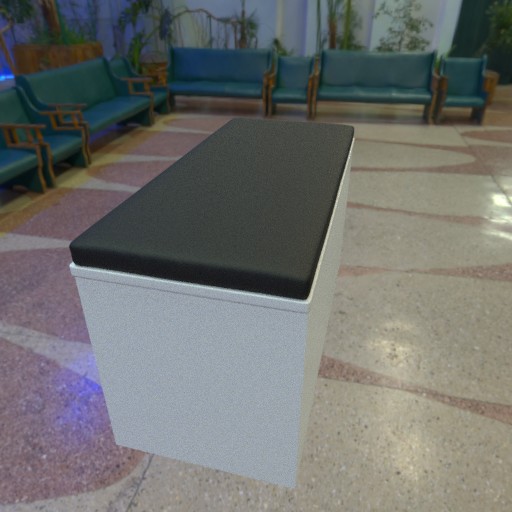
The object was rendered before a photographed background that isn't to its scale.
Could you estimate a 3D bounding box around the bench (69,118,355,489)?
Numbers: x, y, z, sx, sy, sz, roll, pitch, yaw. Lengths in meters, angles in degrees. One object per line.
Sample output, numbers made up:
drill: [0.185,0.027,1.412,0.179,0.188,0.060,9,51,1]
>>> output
bench: [0.000,0.000,1.162,0.401,0.500,0.899,8,31,13]
